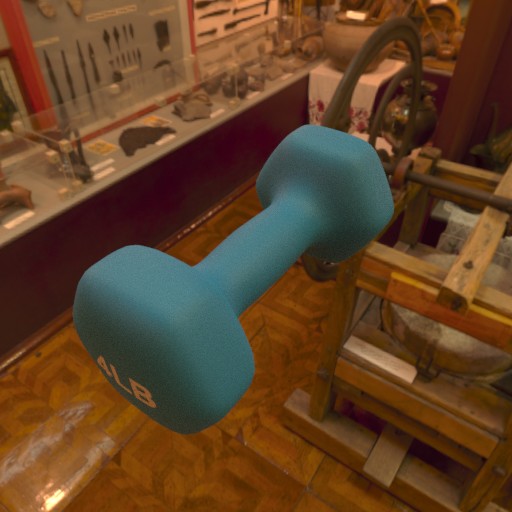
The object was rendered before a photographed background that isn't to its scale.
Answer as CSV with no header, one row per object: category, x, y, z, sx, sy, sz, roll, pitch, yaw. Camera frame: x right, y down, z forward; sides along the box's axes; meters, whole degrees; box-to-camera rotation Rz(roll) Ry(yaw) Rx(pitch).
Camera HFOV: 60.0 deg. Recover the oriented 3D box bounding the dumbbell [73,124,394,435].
dumbbell,0.000,0.000,0.193,0.074,0.066,0.152,26,47,27
